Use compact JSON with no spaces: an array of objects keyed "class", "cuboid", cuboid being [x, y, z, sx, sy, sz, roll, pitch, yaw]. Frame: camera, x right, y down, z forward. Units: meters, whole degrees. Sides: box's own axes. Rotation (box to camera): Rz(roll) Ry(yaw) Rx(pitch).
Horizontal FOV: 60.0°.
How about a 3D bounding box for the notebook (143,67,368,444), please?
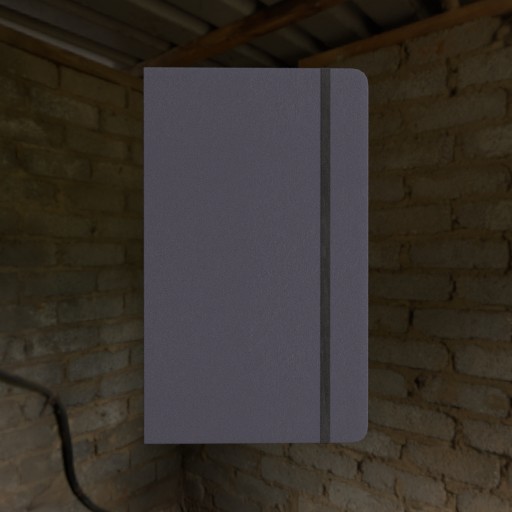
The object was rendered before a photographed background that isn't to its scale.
[{"class":"notebook","cuboid":[0.000,0.000,0.258,0.127,0.213,0.016,0,0,-1]}]
